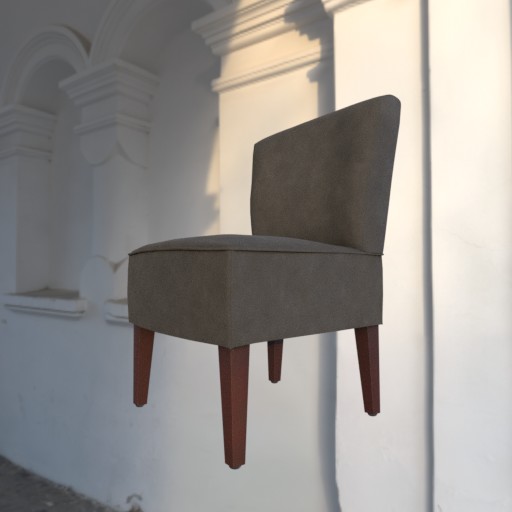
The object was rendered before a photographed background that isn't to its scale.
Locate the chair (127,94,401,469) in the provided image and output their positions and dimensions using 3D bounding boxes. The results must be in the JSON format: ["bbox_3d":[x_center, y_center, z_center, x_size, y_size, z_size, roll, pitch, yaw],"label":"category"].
[{"bbox_3d":[0.000,0.000,1.148,0.554,0.806,0.521,1,-2,-37],"label":"chair"}]
